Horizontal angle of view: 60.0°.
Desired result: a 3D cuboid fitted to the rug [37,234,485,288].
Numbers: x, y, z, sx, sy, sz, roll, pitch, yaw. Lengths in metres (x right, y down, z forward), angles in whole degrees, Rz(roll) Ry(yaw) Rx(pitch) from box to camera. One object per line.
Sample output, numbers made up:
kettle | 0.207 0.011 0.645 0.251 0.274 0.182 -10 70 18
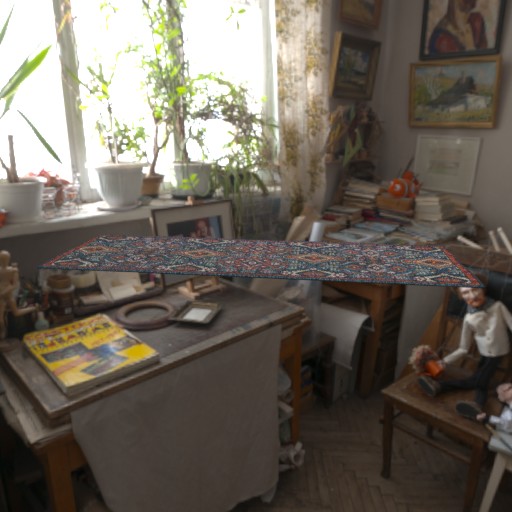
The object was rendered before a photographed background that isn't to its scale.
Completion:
rug | 0.000 0.000 2.770 2.459 0.010 0.801 2 17 7
